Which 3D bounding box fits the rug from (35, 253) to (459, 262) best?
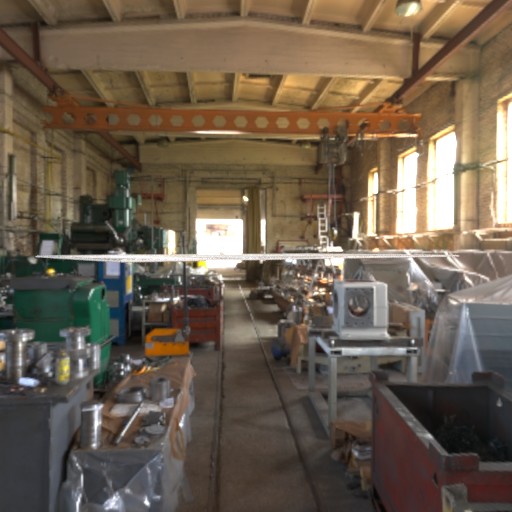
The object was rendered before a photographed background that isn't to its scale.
[{"bbox_3d":[0.000,0.000,3.000,2.431,0.012,1.536,-1,1,-37],"label":"rug"}]
